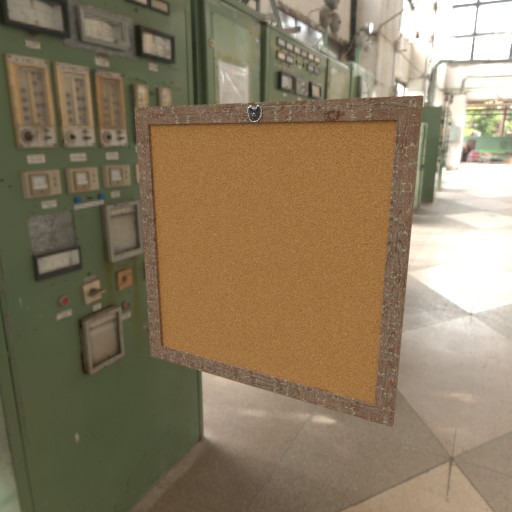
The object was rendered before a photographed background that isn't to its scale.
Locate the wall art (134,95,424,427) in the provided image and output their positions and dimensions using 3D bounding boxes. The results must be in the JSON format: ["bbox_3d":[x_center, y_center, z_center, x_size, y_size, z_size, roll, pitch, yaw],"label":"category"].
[{"bbox_3d":[0.000,0.000,0.586,0.384,0.384,0.012,8,17,27],"label":"wall art"}]
